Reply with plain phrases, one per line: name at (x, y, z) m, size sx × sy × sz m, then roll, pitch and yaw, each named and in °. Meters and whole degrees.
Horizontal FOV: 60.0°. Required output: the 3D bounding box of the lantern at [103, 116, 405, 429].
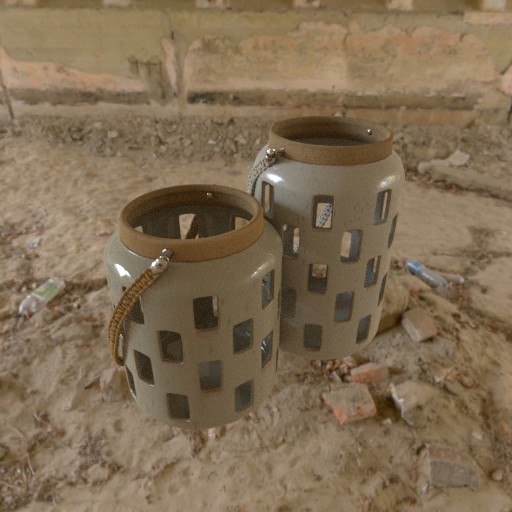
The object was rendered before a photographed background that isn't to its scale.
lantern at (0.000, 0.000, 0.490) m, size 0.347 × 0.255 × 0.184 m, roll -19°, pitch 35°, yaw -30°
